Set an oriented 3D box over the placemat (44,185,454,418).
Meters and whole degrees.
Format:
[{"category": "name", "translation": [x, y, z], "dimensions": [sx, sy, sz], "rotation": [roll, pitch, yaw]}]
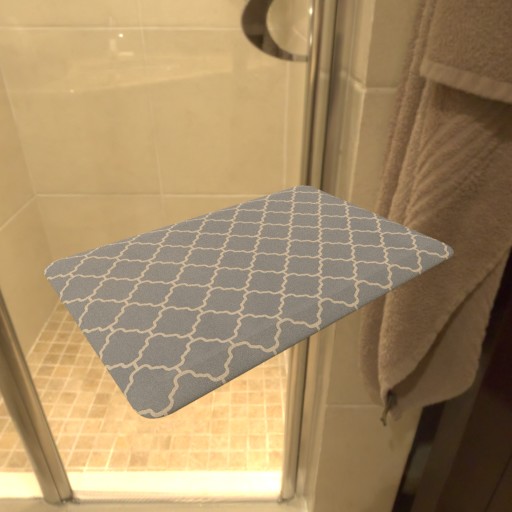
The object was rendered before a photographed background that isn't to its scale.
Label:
[{"category": "placemat", "translation": [0.000, 0.000, 0.957], "dimensions": [0.762, 0.021, 0.508], "rotation": [-22, 37, -32]}]
